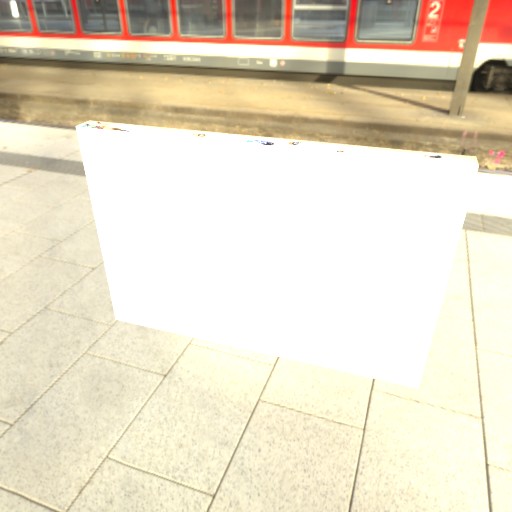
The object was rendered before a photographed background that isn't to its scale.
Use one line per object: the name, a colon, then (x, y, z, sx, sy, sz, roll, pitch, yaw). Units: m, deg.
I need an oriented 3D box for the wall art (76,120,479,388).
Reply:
wall art: (0.000, 0.000, 1.122, 0.894, 0.595, 0.057, 10, 32, 15)
